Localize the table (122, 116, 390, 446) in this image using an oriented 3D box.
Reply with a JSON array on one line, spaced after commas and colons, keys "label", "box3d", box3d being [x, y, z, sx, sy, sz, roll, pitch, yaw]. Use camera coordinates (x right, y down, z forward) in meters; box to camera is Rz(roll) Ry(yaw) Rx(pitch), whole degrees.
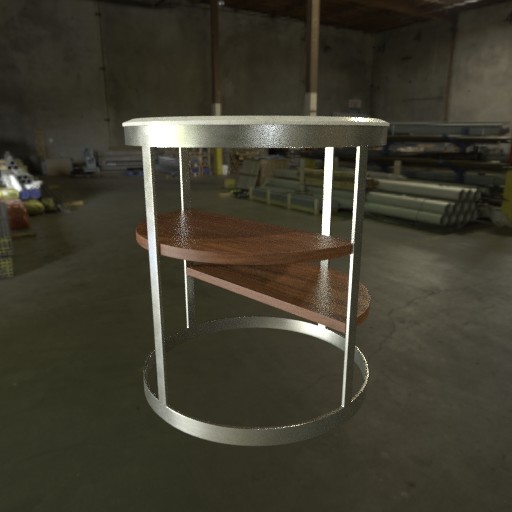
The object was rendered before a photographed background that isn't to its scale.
[{"label": "table", "box3d": [0.000, 0.000, 0.761, 0.407, 0.447, 0.407, 0, 15, 0]}]
